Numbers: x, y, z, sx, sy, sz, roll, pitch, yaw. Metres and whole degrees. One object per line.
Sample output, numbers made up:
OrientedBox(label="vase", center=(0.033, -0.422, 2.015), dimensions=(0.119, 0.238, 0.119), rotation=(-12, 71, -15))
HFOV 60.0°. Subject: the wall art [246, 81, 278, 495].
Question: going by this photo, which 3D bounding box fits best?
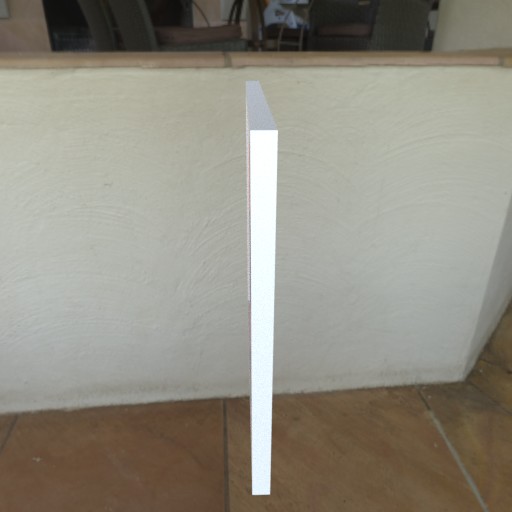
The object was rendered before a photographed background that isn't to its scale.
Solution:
OrientedBox(label="wall art", center=(0.000, 0.000, 1.120), dimensions=(0.038, 0.762, 0.762), rotation=(-1, 26, -1))
